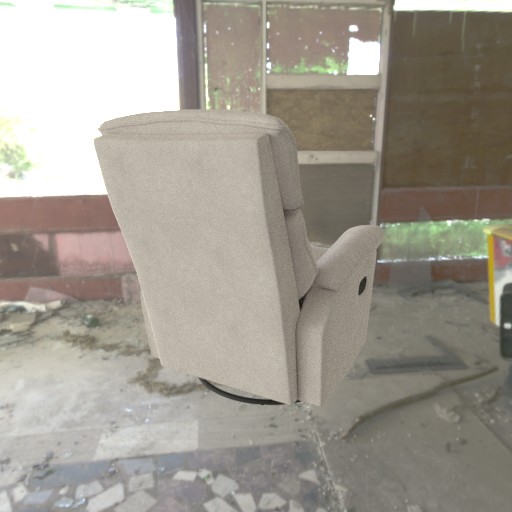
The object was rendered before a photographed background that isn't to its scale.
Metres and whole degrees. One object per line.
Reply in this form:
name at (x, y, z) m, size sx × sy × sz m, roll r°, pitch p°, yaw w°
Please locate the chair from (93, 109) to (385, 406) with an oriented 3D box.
chair at (0.000, 0.000, 1.715) m, size 0.820 × 1.039 × 1.001 m, roll 8°, pitch 17°, yaw 27°
